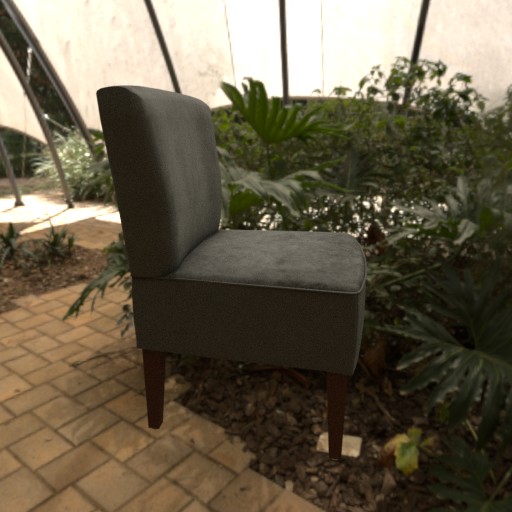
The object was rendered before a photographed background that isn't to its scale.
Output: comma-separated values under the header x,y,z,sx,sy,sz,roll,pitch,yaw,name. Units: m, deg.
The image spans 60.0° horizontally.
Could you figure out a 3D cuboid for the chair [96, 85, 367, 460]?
x,y,z,sx,sy,sz,roll,pitch,yaw,name
0.000,0.000,1.139,0.554,0.806,0.521,3,17,9,chair
